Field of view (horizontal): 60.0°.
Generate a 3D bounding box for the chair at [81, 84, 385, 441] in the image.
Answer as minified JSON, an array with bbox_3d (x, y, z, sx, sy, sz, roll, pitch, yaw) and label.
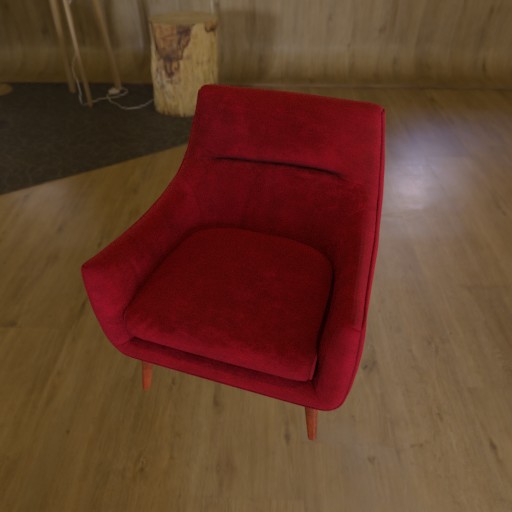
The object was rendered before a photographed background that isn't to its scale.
[{"bbox_3d":[0.000,0.000,1.449,0.762,0.838,0.787,12,42,14],"label":"chair"}]
